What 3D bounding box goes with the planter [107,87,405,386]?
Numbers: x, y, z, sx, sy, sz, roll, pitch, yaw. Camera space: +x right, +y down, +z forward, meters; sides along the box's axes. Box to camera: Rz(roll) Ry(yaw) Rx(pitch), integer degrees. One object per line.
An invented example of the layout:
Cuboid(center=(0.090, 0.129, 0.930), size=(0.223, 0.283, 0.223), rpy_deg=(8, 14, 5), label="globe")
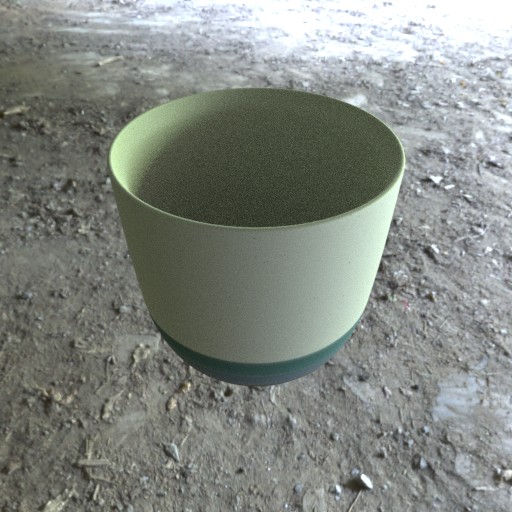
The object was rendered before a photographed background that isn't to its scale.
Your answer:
Cuboid(center=(0.000, 0.000, 0.381), size=(0.204, 0.214, 0.204), rpy_deg=(0, 41, 0), label="planter")
